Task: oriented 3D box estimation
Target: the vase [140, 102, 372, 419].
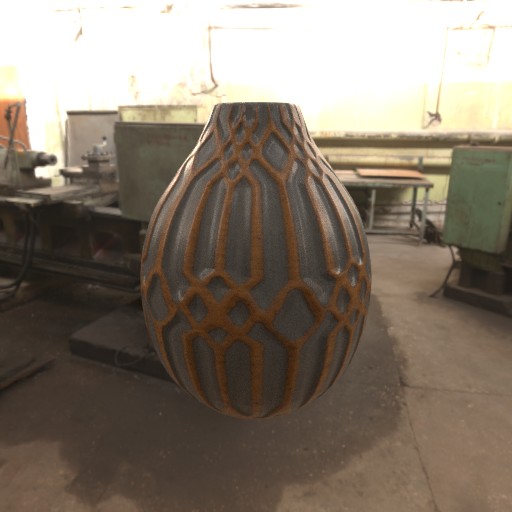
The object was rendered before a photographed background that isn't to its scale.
[{"bbox_3d":[0.000,0.000,0.135,0.069,0.088,0.069,0,17,0],"label":"vase"}]
